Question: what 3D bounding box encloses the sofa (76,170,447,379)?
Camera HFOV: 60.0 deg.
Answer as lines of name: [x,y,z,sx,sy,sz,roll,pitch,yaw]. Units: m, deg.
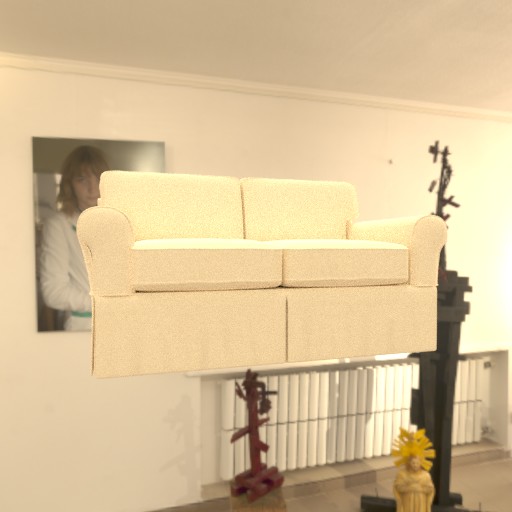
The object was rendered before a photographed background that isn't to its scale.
sofa: [0.000,0.000,2.385,1.727,0.940,0.991,0,1,-18]
